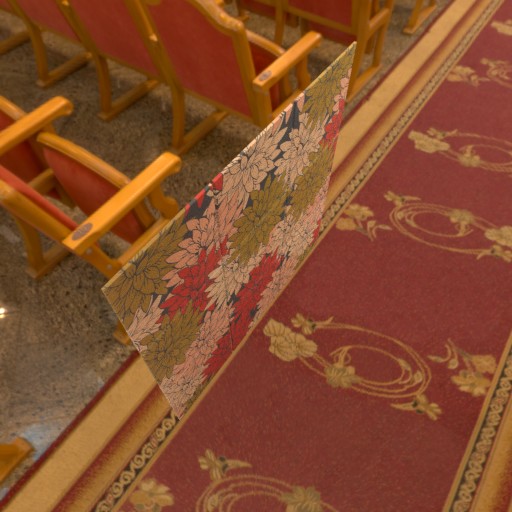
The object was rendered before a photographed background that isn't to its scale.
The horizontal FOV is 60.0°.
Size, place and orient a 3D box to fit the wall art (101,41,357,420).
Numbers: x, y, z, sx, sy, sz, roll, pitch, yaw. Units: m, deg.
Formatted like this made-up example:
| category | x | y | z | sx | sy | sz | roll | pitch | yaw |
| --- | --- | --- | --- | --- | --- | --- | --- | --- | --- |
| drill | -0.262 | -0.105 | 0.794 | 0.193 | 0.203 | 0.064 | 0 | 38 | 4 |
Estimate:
| category | x | y | z | sx | sy | sz | roll | pitch | yaw |
| --- | --- | --- | --- | --- | --- | --- | --- | --- | --- |
| wall art | 0.000 | 0.000 | 2.244 | 0.013 | 1.534 | 1.519 | 30 | 62 | 18 |
